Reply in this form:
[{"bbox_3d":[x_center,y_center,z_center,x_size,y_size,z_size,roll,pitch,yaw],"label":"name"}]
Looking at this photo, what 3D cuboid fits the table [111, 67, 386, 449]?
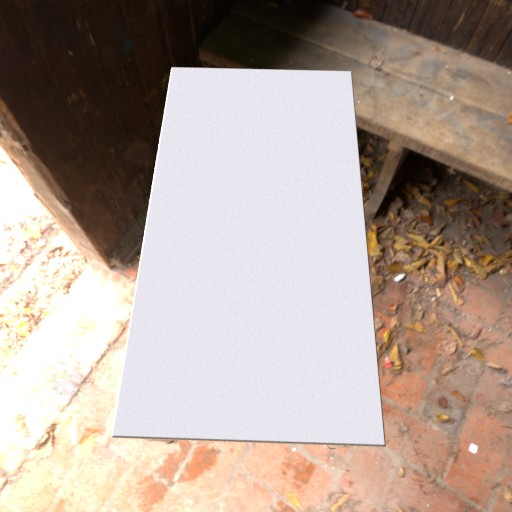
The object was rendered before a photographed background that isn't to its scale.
[{"bbox_3d":[0.000,0.000,1.338,0.559,0.457,1.067,2,64,1],"label":"table"}]
